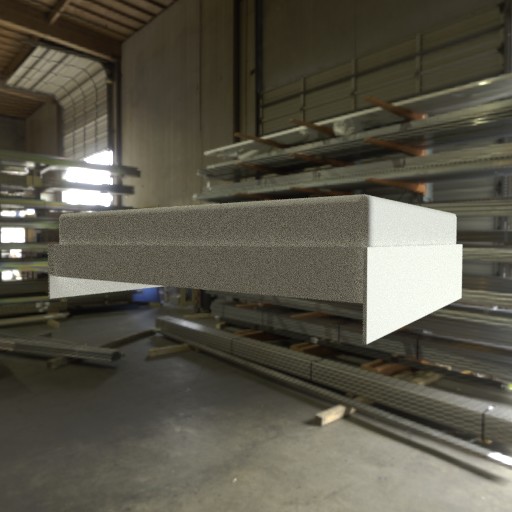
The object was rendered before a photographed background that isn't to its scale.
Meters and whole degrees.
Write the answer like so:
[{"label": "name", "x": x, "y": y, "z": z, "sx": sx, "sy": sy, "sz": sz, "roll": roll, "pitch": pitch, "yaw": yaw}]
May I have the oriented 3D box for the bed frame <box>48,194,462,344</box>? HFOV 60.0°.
[{"label": "bed frame", "x": 0.000, "y": 0.000, "z": 2.593, "sx": 1.945, "sy": 0.497, "sz": 1.445, "roll": 1, "pitch": 2, "yaw": 36}]
